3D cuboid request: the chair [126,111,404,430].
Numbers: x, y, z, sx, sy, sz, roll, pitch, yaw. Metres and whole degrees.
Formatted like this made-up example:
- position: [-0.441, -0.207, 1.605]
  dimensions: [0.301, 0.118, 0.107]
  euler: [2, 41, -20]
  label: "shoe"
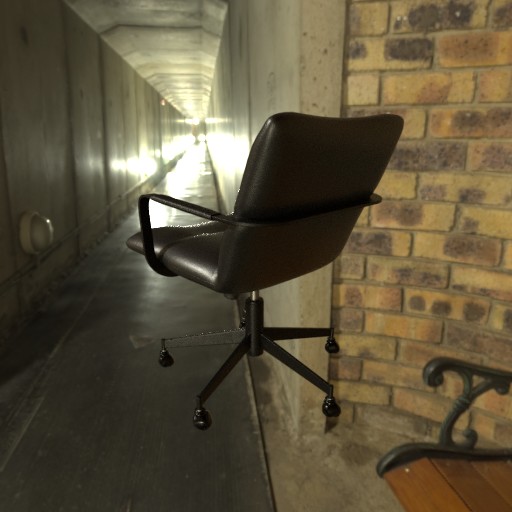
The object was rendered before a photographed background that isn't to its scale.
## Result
- position: [0.000, 0.000, 1.511]
  dimensions: [0.719, 0.922, 0.748]
  euler: [-16, 23, -42]
  label: "chair"
